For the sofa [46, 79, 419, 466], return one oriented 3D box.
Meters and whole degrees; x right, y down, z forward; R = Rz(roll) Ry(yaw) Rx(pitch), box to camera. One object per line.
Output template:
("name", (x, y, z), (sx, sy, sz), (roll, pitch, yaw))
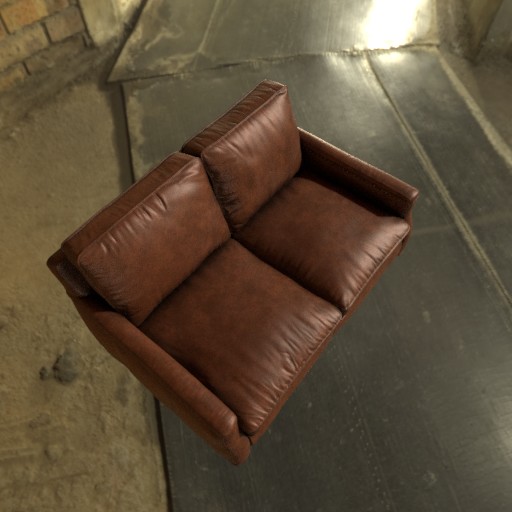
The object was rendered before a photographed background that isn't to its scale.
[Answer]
("sofa", (0.000, 0.000, 2.280), (1.083, 1.003, 1.628), (34, 64, 20))
